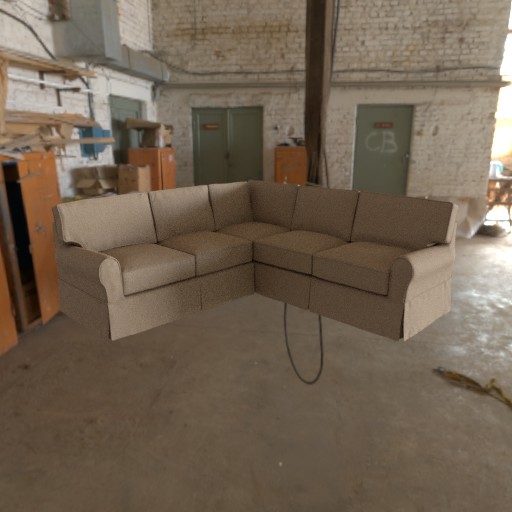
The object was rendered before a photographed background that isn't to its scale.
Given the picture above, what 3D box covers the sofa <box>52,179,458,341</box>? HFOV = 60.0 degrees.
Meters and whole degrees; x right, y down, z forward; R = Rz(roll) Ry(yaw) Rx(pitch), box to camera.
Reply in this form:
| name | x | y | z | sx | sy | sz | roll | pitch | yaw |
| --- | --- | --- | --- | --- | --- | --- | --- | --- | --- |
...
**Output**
| name | x | y | z | sx | sy | sz | roll | pitch | yaw |
| --- | --- | --- | --- | --- | --- | --- | --- | --- | --- |
| sofa | 0.000 | 0.000 | 4.165 | 2.733 | 1.124 | 2.730 | 14 | 21 | 43 |
